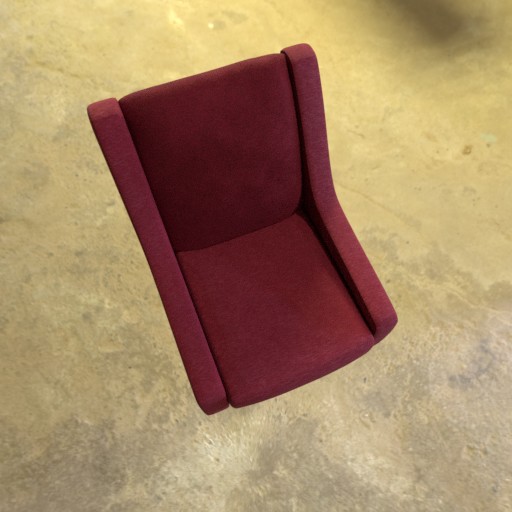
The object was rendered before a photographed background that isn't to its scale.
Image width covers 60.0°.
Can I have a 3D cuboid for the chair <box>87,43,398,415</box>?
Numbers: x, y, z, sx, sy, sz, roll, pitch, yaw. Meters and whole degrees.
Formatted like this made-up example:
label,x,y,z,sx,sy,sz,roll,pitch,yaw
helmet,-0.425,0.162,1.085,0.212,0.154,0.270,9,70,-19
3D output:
label,x,y,z,sx,sy,sz,roll,pitch,yaw
chair,0.000,0.000,1.713,0.793,1.017,0.985,-20,65,-10
